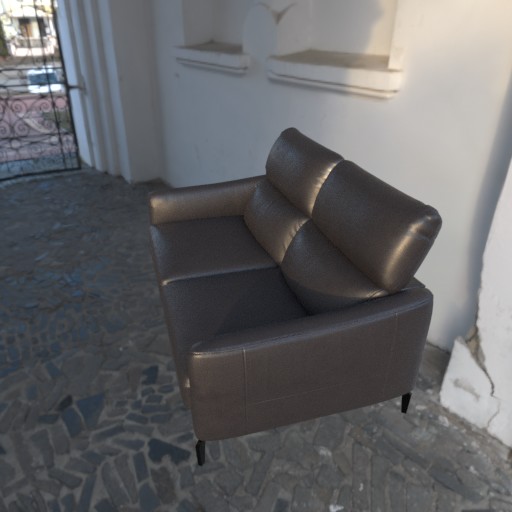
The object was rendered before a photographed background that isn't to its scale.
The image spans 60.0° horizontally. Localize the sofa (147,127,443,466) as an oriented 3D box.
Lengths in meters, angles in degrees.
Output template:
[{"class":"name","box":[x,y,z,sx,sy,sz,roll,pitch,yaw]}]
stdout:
[{"class":"sofa","box":[0.000,0.000,2.181,0.958,0.920,1.596,-8,29,-15]}]
